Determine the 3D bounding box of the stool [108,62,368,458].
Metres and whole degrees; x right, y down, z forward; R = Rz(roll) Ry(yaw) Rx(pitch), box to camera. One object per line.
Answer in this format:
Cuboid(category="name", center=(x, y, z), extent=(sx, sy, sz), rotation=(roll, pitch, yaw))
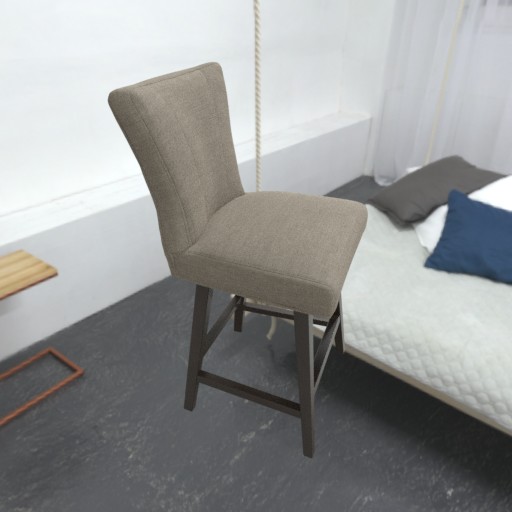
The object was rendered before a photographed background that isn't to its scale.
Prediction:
Cuboid(category="stool", center=(0.000, 0.000, 1.326), extent=(0.574, 1.000, 0.514), rotation=(11, 32, 18))
